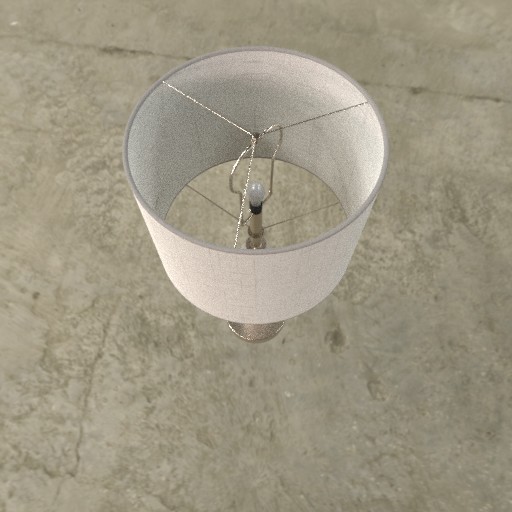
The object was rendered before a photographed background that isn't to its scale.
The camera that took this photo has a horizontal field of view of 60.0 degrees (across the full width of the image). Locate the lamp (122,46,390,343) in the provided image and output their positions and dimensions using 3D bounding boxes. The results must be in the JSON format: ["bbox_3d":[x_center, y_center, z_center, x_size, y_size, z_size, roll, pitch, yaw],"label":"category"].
[{"bbox_3d":[0.000,0.000,0.715,0.280,0.559,0.282,35,68,16],"label":"lamp"}]
